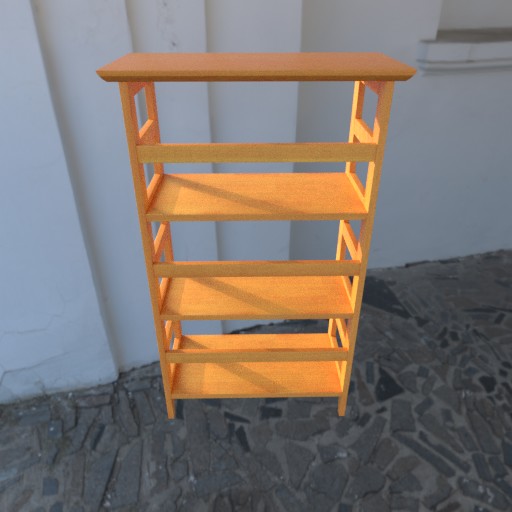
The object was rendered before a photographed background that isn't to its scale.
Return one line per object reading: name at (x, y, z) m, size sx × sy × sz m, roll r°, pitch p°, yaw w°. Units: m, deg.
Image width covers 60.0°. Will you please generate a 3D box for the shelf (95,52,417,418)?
shelf at (0.000, 0.000, 1.311) m, size 0.660 × 1.067 × 0.305 m, roll -1°, pitch 31°, yaw -1°
